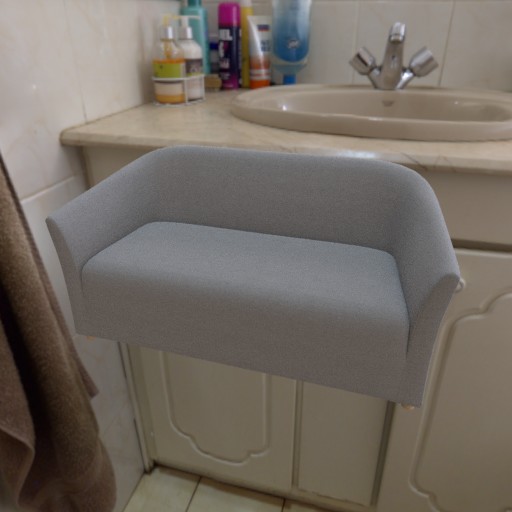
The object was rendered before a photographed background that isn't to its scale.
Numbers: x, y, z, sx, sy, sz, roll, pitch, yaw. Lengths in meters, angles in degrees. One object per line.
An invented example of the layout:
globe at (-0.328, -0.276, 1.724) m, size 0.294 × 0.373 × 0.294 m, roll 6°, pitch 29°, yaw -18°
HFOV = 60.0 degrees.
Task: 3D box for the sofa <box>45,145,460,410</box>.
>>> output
sofa at (0.000, 0.000, 1.856) m, size 1.452 × 0.721 × 0.705 m, roll 8°, pitch 29°, yaw 15°
